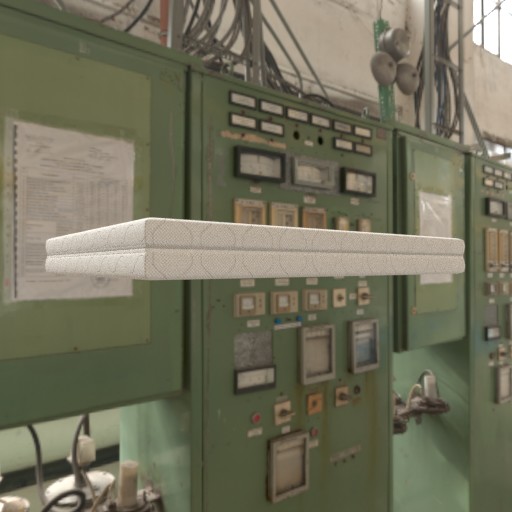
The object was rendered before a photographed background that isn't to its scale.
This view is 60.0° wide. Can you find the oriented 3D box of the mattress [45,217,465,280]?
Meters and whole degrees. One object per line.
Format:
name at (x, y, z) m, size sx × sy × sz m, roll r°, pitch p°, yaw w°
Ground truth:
mattress at (0.000, 0.000, 2.487) m, size 1.900 × 0.200 × 1.400 m, roll 1°, pitch -2°, yaw -37°
